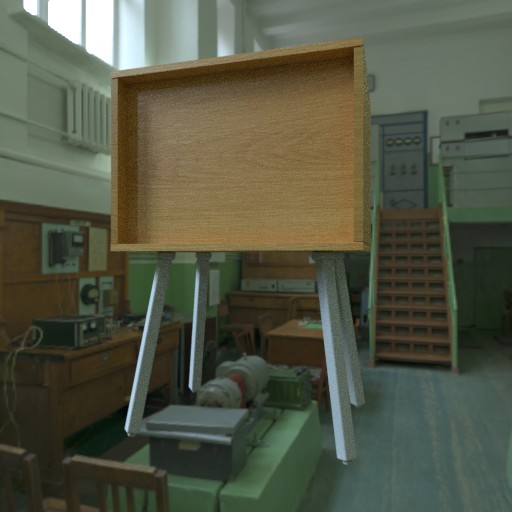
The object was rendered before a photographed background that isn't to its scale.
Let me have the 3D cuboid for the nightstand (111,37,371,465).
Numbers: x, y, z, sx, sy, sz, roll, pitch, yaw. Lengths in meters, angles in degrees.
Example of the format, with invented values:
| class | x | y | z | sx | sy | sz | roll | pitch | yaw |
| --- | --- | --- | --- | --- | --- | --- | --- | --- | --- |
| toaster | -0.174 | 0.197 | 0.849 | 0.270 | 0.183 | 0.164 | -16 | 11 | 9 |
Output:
| class | x | y | z | sx | sy | sz | roll | pitch | yaw |
| --- | --- | --- | --- | --- | --- | --- | --- | --- | --- |
| nightstand | 0.000 | 0.000 | 0.817 | 0.400 | 0.601 | 0.316 | 0 | 0 | 16 |
